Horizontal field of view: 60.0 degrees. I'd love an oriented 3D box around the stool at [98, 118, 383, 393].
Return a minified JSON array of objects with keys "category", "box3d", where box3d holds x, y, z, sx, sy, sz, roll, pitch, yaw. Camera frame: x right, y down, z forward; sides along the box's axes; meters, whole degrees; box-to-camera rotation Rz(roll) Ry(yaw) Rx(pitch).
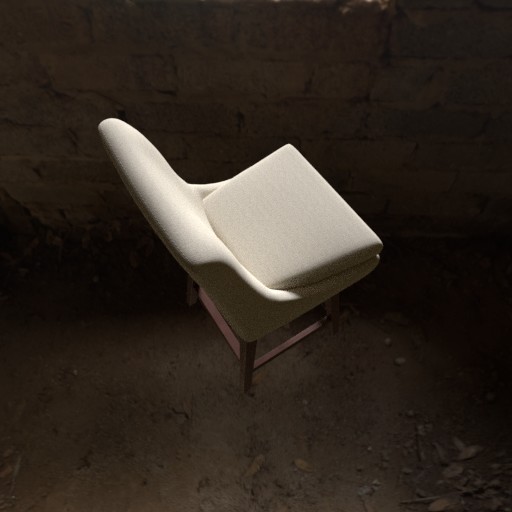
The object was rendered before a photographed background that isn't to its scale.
[{"category":"stool","box3d":[0.000,0.000,1.339,0.559,0.991,0.483,-29,64,-16]}]
